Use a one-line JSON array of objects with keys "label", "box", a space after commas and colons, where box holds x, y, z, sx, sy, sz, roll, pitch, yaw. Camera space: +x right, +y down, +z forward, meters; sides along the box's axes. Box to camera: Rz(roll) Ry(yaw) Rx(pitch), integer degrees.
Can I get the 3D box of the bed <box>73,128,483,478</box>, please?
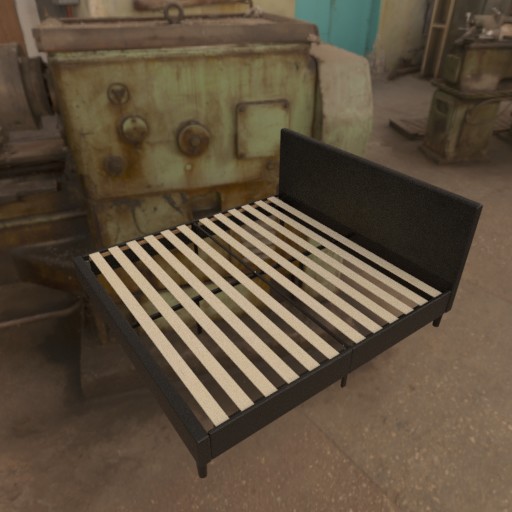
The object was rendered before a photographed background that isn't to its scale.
[{"label": "bed", "box": [0.000, 0.000, 3.282, 2.152, 1.046, 2.018, -21, 39, -29]}]
